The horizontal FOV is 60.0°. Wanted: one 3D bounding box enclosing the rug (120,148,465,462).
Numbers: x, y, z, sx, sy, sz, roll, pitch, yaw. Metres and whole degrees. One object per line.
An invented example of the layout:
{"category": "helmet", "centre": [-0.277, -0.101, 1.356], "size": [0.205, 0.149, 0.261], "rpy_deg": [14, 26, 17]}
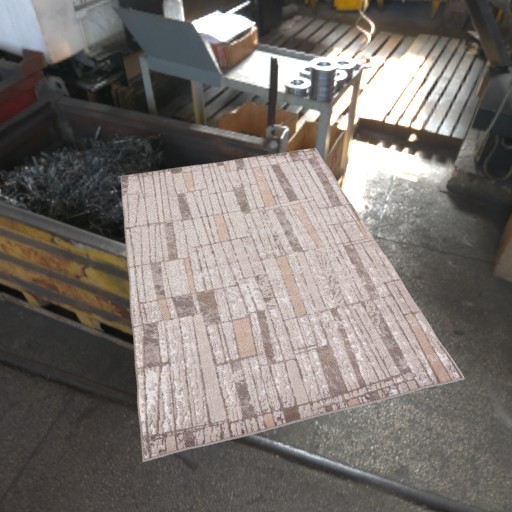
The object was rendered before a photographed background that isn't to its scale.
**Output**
{"category": "rug", "centre": [0.000, 0.000, 4.312], "size": [2.449, 0.019, 3.357], "rpy_deg": [-10, 47, -10]}
